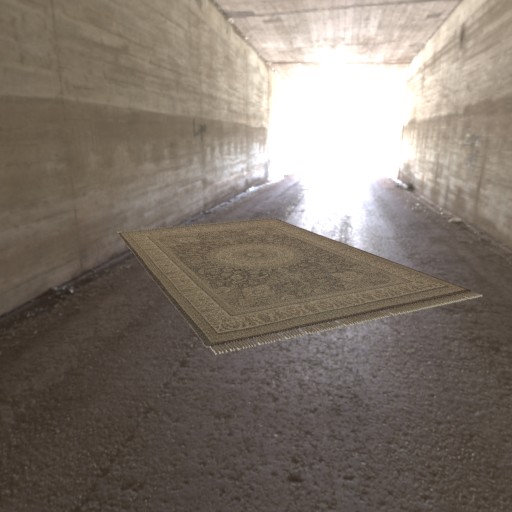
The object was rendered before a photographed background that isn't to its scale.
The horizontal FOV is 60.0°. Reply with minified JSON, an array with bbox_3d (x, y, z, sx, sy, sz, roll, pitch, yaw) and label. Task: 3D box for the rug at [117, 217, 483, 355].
[{"bbox_3d":[0.000,0.000,3.090,1.528,0.010,2.440,-7,17,-24],"label":"rug"}]
